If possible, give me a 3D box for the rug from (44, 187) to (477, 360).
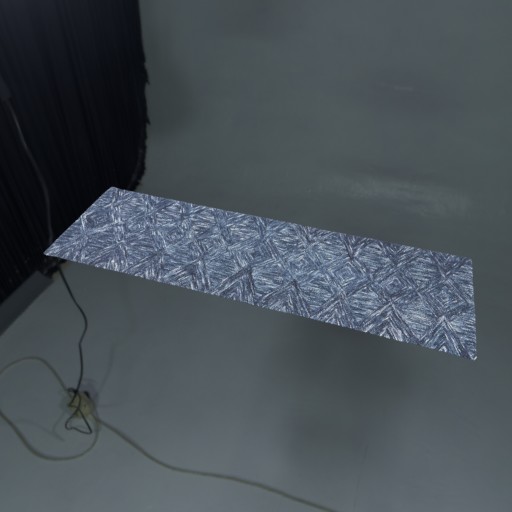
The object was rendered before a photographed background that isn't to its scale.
[{"bbox_3d":[0.000,0.000,2.488,2.306,0.013,0.719,12,44,13],"label":"rug"}]
